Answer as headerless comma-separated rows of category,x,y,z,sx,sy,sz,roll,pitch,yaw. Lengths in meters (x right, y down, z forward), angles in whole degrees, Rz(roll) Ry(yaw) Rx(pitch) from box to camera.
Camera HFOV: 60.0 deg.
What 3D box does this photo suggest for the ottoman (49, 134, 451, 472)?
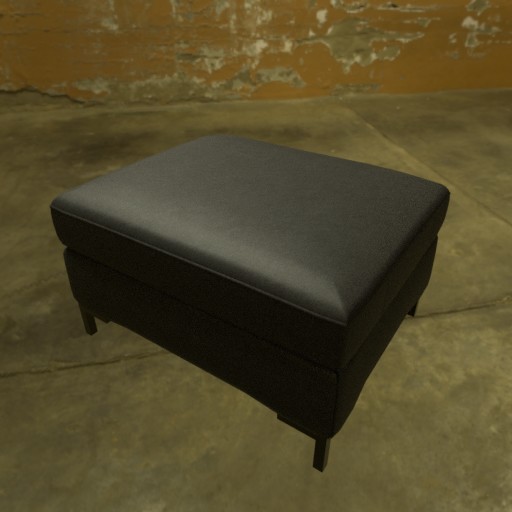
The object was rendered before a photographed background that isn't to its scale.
ottoman,0.000,0.000,1.781,1.187,0.696,0.967,20,37,29
